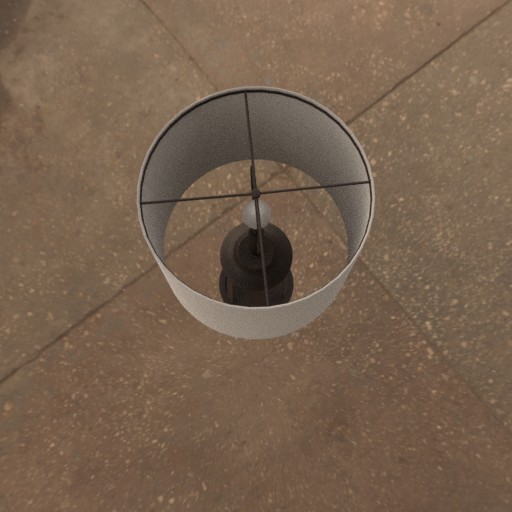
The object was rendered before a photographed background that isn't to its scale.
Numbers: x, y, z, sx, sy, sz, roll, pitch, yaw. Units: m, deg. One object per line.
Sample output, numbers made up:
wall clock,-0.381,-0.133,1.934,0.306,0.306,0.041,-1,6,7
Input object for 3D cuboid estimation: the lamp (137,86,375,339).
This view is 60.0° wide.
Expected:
lamp,0.000,0.000,0.657,0.251,0.509,0.251,0,76,0
